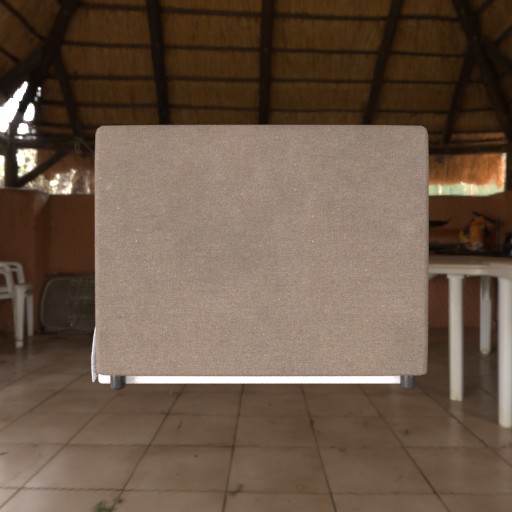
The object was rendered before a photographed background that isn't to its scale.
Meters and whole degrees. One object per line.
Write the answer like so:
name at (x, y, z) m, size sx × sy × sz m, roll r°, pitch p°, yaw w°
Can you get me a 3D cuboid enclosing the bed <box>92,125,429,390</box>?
bed at (0.000, 0.000, 3.232) m, size 1.723 × 1.330 × 2.142 m, roll 0°, pitch 1°, yaw 0°
